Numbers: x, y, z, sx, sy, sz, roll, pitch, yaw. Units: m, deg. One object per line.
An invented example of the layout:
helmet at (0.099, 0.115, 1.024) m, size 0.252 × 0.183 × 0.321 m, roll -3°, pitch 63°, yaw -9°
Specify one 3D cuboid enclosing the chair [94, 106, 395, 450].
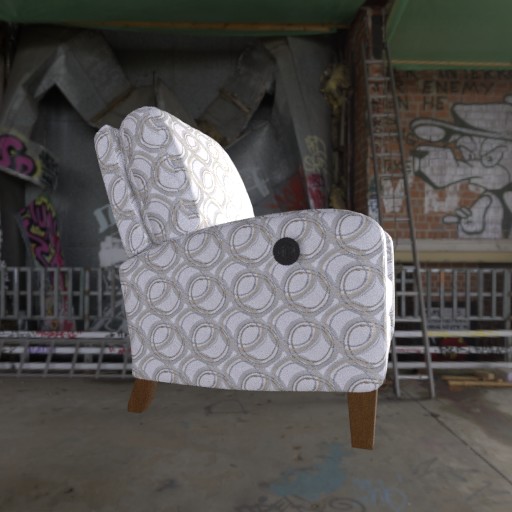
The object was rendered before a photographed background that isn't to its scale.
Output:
chair at (0.000, 0.000, 1.698) m, size 0.995 × 1.065 × 0.796 m, roll 0°, pitch 0°, yaw 19°
